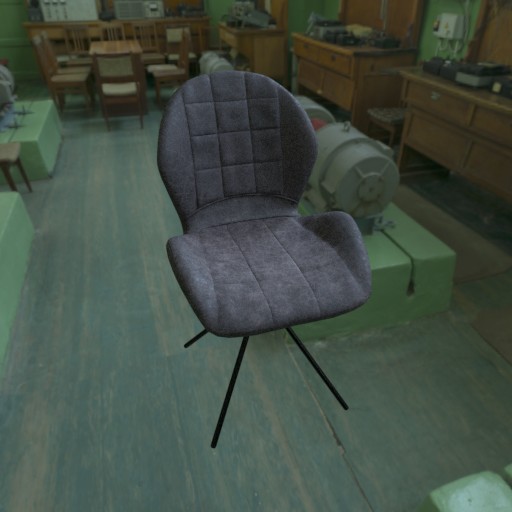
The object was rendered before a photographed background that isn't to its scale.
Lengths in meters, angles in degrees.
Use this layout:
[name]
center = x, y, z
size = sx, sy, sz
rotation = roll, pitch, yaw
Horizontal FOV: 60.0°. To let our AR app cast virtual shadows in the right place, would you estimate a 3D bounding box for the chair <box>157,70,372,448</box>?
[chair]
center = 0.000, 0.000, 1.316
size = 0.527, 0.934, 0.640
rotation = -10, 34, -15
